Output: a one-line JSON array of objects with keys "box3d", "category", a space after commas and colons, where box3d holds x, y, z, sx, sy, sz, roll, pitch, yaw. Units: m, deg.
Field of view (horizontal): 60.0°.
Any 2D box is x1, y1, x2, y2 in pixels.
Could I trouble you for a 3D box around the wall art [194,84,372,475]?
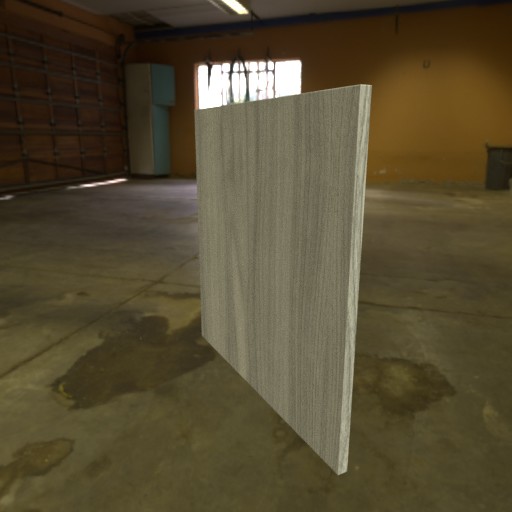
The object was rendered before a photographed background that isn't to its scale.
[{"box3d": [0.000, 0.000, 0.767, 0.016, 0.507, 0.508, -8, 17, -27], "category": "wall art"}]
